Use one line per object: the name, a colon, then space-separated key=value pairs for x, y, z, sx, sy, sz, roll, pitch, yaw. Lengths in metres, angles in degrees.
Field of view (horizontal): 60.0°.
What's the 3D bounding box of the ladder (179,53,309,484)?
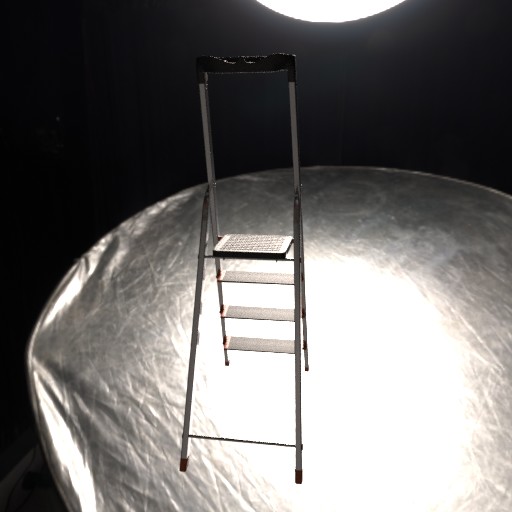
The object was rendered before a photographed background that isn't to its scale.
ladder: x=0.000 y=0.000 z=1.806 sx=0.452 sy=1.429 sz=0.834 roll=2 pitch=15 yaw=8
